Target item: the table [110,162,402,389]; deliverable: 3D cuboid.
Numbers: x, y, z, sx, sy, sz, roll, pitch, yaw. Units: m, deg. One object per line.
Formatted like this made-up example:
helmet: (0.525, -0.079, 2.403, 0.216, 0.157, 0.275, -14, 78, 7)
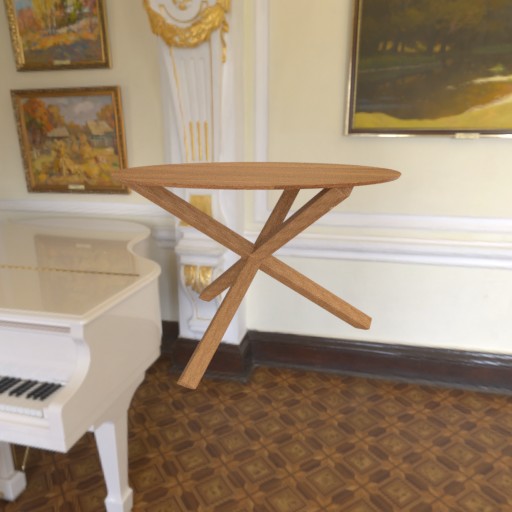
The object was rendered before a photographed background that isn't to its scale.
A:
table: (0.000, 0.000, 1.745, 1.038, 0.666, 1.038, 0, 15, 0)
